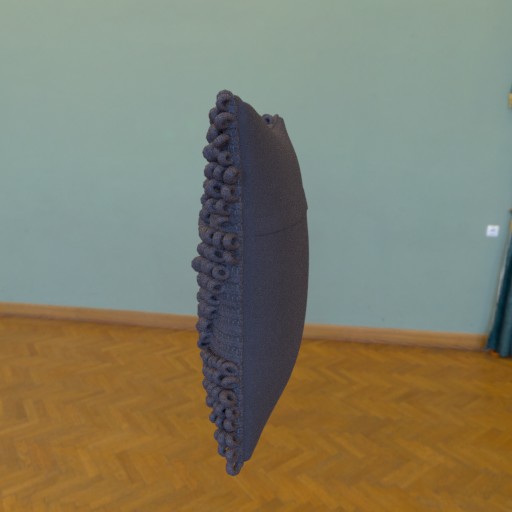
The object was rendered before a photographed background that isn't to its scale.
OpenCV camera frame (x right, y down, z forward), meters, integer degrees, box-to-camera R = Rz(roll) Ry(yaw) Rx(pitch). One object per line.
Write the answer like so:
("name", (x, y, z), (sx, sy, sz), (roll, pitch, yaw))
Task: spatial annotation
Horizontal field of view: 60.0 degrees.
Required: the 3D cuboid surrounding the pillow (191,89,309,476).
("pillow", (0.000, 0.000, 0.723), (0.172, 0.467, 0.470), (2, 14, 8))
